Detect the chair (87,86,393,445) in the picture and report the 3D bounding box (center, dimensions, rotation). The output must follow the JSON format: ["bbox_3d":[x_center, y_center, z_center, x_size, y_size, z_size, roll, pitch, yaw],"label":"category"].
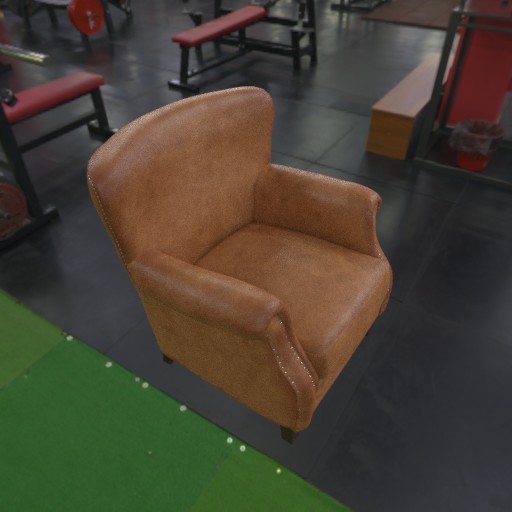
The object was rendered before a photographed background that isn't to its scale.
[{"bbox_3d":[0.000,0.000,1.651,0.921,0.936,0.861,25,46,26],"label":"chair"}]
